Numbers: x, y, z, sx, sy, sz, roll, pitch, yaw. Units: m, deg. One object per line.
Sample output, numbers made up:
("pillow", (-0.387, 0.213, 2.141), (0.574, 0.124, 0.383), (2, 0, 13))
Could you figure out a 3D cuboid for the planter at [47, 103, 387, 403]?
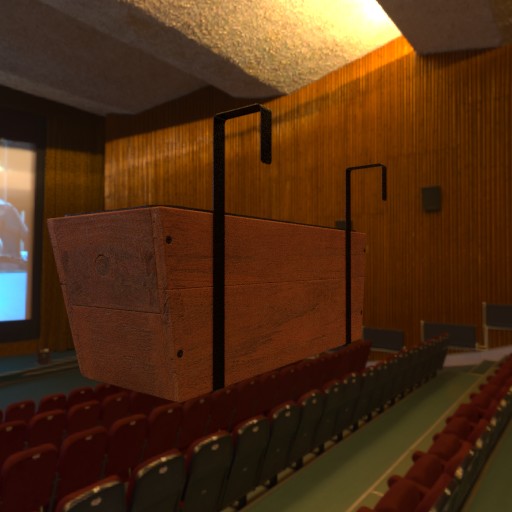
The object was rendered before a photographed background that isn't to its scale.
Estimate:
("planter", (0.000, 0.000, 0.637), (0.262, 0.289, 0.480), (-1, -1, 36))
